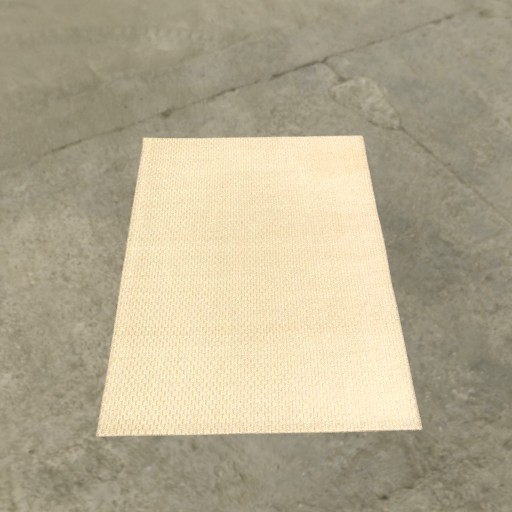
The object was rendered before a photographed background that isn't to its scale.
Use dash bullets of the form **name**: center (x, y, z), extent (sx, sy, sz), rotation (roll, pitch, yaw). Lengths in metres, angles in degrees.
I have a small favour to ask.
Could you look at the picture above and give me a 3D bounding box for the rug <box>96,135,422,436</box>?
- **rug**: center (0.000, 0.000, 3.836), extent (2.277, 0.035, 2.897), rotation (-1, 59, -1)
